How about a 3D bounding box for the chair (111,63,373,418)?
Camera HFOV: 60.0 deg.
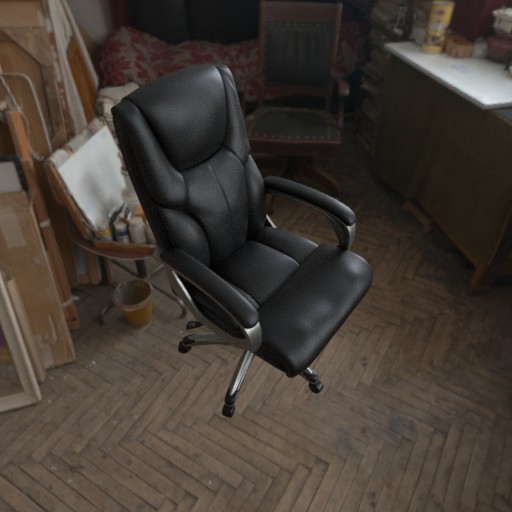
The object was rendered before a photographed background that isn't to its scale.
[{"bbox_3d":[0.000,0.000,1.602,0.739,1.155,0.663,27,48,27],"label":"chair"}]
